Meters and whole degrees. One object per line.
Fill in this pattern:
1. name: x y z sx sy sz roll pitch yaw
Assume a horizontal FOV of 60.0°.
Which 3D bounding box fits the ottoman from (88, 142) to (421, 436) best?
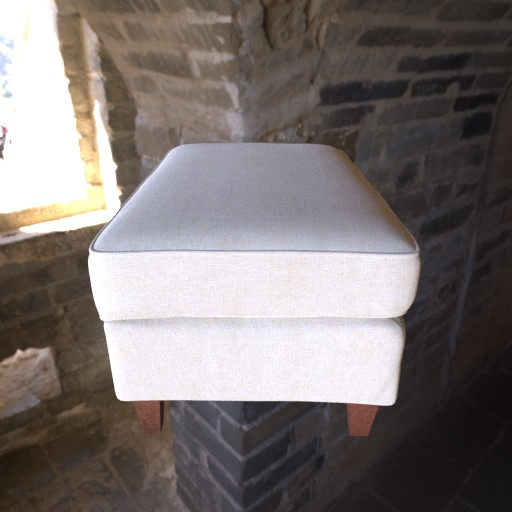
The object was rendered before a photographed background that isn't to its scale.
1. ottoman: 0.000 0.000 1.196 0.583 0.484 0.862 0 25 0
